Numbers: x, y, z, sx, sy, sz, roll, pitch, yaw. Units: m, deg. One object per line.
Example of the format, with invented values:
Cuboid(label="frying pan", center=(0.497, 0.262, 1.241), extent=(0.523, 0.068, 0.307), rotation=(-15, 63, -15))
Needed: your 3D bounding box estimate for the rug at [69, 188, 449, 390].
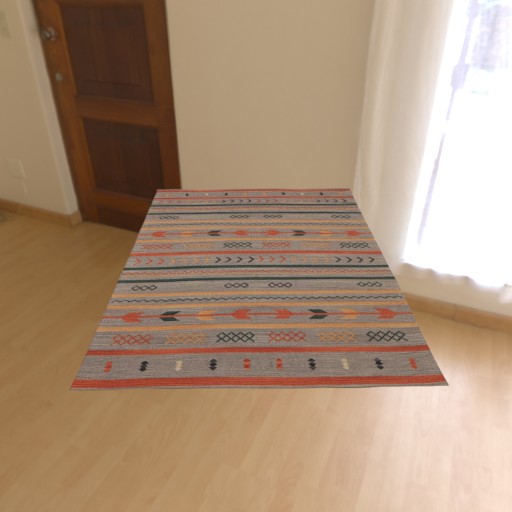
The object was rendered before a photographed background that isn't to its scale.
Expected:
Cuboid(label="rug", center=(0.000, 0.000, 3.917), extent=(2.263, 0.022, 3.029), rotation=(-1, 31, -1))
